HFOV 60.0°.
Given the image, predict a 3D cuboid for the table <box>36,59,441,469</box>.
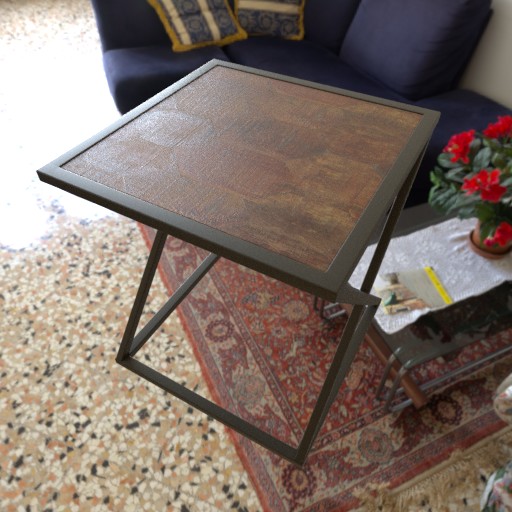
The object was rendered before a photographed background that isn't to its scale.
[{"bbox_3d":[0.000,0.000,0.950,0.500,0.565,0.500,22,49,20],"label":"table"}]
